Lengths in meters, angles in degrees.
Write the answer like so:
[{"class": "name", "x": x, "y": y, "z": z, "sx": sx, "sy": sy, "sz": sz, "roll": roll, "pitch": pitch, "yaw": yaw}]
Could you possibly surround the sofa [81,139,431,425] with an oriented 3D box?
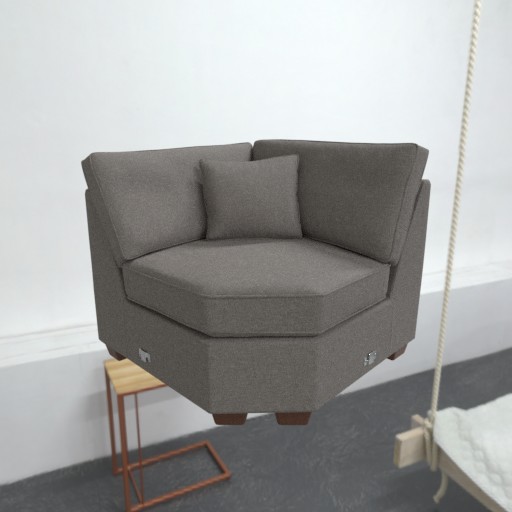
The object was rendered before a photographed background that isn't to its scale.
[{"class": "sofa", "x": 0.000, "y": 0.000, "z": 1.889, "sx": 1.050, "sy": 0.951, "sz": 1.042, "roll": -15, "pitch": 21, "yaw": -43}]
